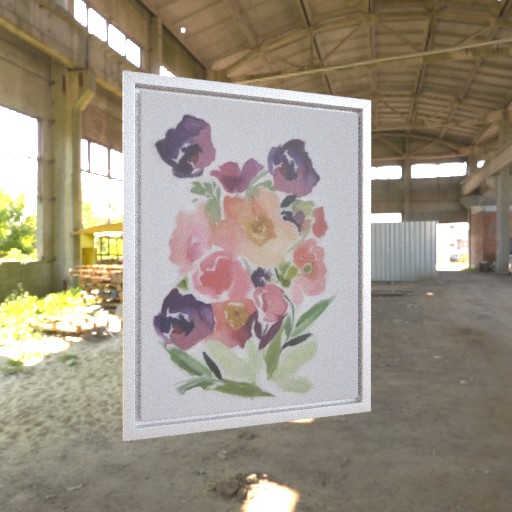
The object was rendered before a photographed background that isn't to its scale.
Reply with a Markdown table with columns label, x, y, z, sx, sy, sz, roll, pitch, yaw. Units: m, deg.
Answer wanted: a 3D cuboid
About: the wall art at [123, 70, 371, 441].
| label | x | y | z | sx | sy | sz | roll | pitch | yaw |
| --- | --- | --- | --- | --- | --- | --- | --- | --- | --- |
| wall art | 0.000 | 0.000 | 1.400 | 0.805 | 1.056 | 0.042 | 0 | 0 | -18 |
